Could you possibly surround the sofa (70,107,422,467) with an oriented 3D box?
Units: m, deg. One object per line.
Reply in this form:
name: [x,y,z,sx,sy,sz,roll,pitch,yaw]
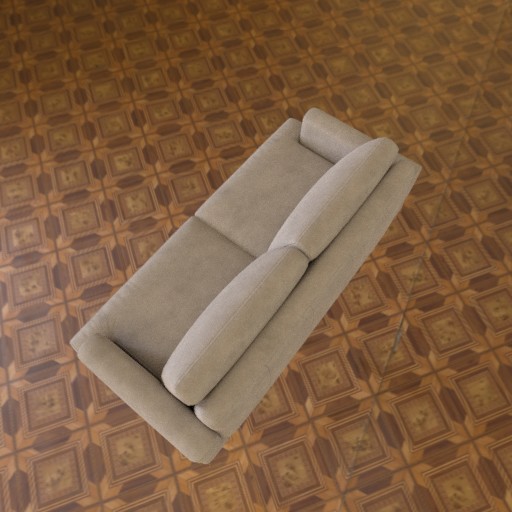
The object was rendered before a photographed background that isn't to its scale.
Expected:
sofa: [0.000,0.000,2.496,0.980,0.830,2.013,35,69,16]
